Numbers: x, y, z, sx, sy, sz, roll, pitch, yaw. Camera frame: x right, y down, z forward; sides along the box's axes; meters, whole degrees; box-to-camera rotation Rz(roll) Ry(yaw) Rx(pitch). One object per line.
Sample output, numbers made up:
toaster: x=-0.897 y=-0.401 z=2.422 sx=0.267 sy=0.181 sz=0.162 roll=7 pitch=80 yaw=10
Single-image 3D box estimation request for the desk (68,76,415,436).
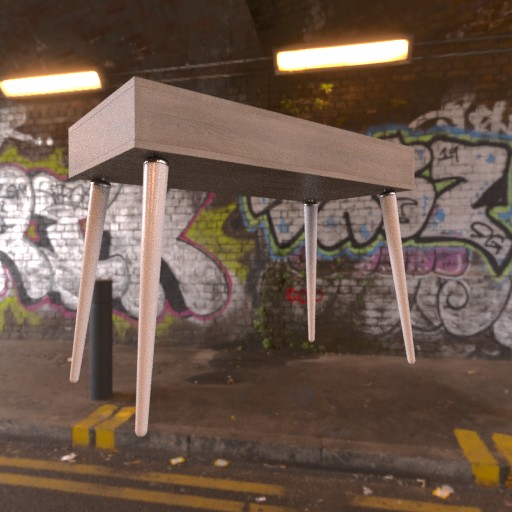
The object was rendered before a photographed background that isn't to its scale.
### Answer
desk: x=0.000 y=0.000 z=1.371 sx=0.979 sy=0.723 sz=0.491 roll=0 pitch=0 yaw=-38
